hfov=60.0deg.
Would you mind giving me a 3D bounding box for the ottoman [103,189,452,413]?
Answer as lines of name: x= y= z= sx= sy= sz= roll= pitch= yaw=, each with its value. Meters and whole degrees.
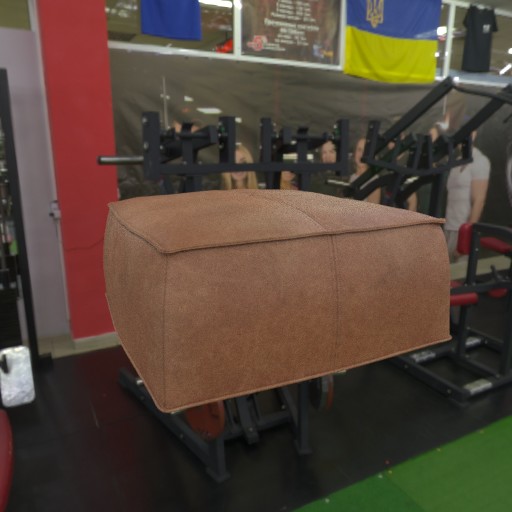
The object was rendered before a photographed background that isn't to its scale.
ottoman: x=0.000 y=0.000 z=1.431 sx=0.901 sy=0.395 sz=0.902 roll=-7 pitch=16 yaw=-25
